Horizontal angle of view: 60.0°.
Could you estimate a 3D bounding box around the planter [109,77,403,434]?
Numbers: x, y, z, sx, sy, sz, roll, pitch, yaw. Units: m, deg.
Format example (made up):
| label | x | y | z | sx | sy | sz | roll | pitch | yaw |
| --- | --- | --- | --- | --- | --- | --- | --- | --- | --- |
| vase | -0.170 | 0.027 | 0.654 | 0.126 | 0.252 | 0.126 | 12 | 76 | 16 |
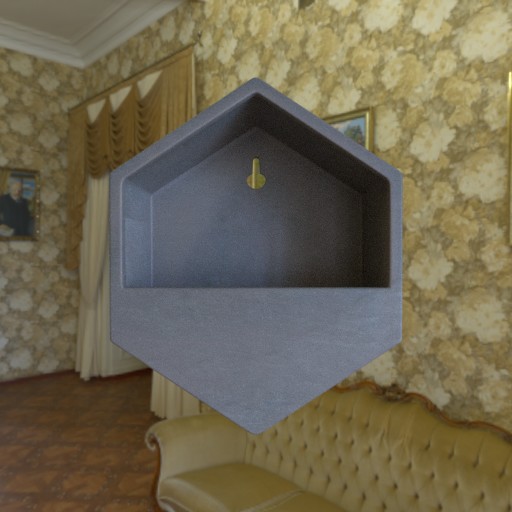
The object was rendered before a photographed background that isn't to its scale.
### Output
| label | x | y | z | sx | sy | sz | roll | pitch | yaw |
| --- | --- | --- | --- | --- | --- | --- | --- | --- | --- |
| planter | 0.000 | 0.000 | 0.293 | 0.169 | 0.206 | 0.077 | 0 | 1 | 0 |
